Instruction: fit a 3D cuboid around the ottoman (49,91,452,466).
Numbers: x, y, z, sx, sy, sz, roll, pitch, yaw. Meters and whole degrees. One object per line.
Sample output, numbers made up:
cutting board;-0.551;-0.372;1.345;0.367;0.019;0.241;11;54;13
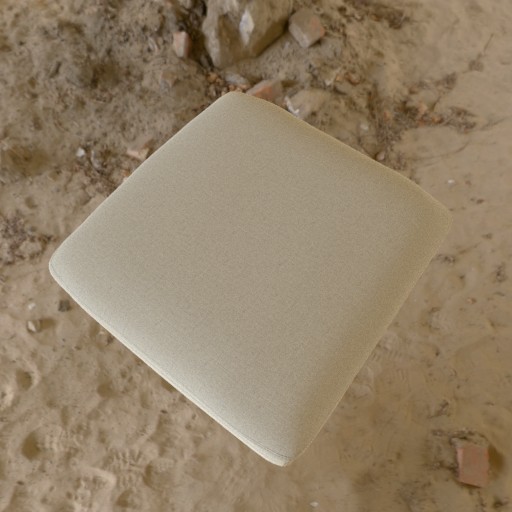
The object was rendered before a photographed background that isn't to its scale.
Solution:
ottoman;0.000;0.000;1.536;0.977;0.467;0.996;34;68;16
